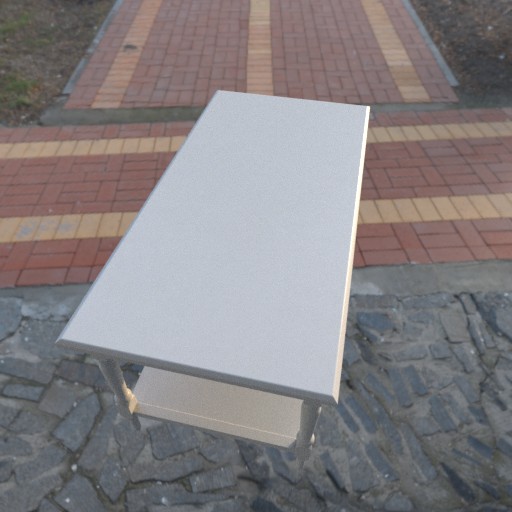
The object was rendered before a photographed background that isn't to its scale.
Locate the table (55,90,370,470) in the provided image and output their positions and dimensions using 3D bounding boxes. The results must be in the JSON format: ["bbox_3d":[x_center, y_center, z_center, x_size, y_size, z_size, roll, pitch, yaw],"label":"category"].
[{"bbox_3d":[0.000,0.000,1.375,0.551,0.506,1.109,9,47,9],"label":"table"}]
